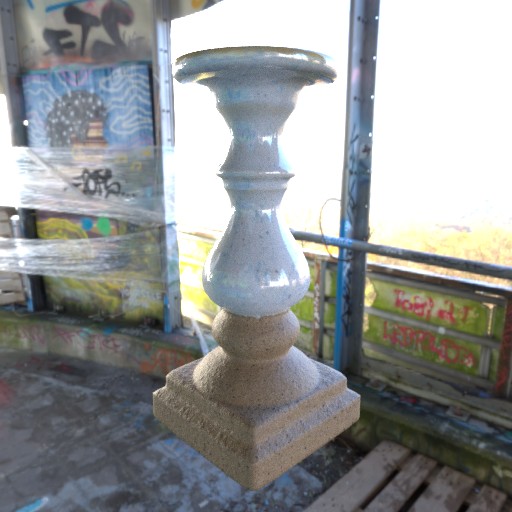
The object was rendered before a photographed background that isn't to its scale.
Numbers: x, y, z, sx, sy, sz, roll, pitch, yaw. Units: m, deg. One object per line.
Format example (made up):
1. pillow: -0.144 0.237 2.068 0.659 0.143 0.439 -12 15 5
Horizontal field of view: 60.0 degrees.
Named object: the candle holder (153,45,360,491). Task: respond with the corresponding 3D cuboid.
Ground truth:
1. candle holder: 0.000 0.000 0.296 0.110 0.239 0.110 -12 17 -42
